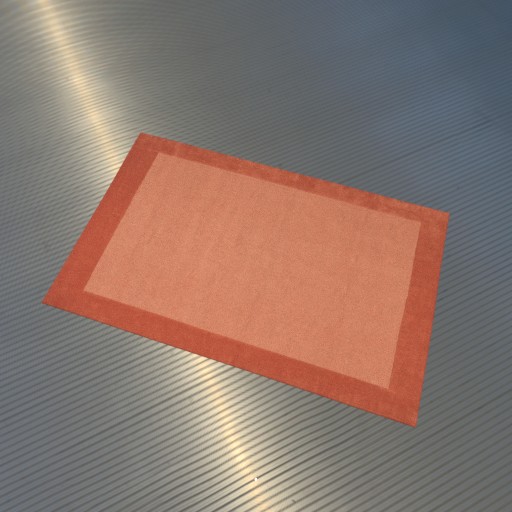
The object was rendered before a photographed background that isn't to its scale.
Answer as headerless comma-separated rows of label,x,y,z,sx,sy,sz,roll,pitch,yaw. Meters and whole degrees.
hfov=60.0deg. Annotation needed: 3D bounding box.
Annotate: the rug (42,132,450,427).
rug,0.000,0.000,3.039,2.438,0.014,1.524,16,64,8
